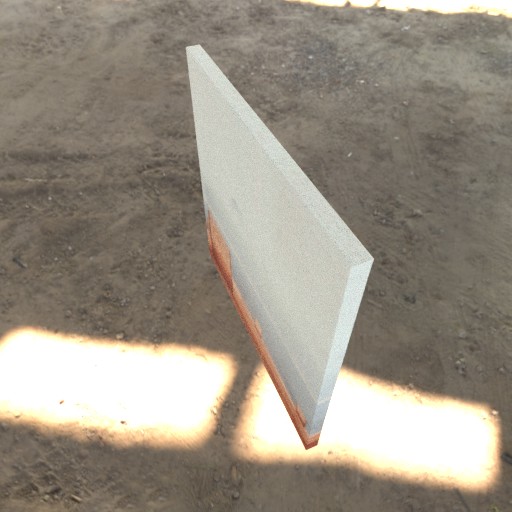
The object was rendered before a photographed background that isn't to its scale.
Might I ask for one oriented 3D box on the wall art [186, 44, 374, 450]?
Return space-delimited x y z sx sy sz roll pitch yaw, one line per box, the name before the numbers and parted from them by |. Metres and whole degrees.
wall art | 0.000 0.000 0.603 0.023 0.405 0.405 -18 51 -15
